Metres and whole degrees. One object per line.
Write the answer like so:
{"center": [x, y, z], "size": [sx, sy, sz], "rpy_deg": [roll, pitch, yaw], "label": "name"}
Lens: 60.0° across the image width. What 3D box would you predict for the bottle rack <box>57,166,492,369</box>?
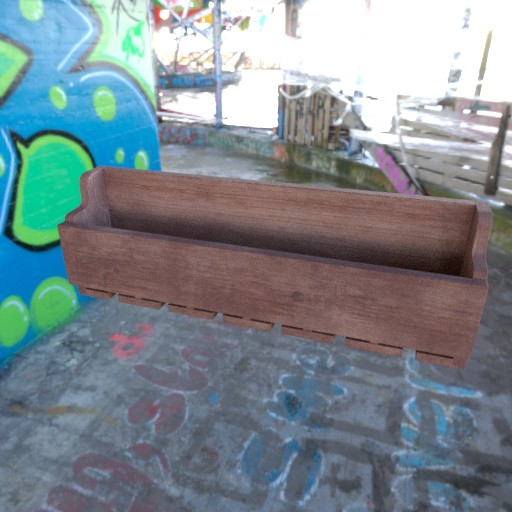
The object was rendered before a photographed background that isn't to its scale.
{"center": [0.000, 0.000, 0.666], "size": [0.608, 0.196, 0.126], "rpy_deg": [8, 27, 17], "label": "bottle rack"}
